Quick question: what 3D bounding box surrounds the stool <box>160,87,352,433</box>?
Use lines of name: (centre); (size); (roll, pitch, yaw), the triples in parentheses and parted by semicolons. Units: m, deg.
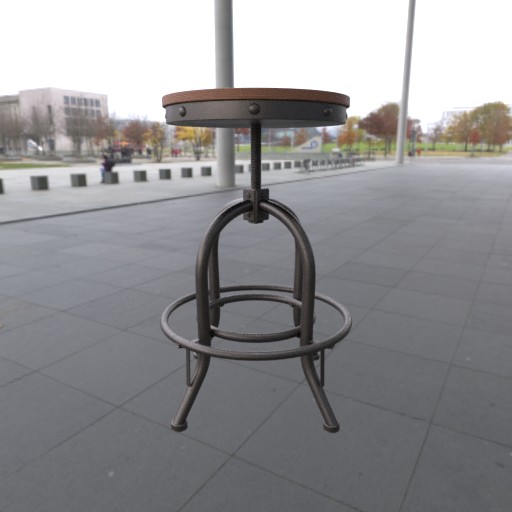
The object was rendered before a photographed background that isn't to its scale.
stool: (0.000, 0.000, 0.909); (0.439, 0.609, 0.439); (-13, 19, -43)
